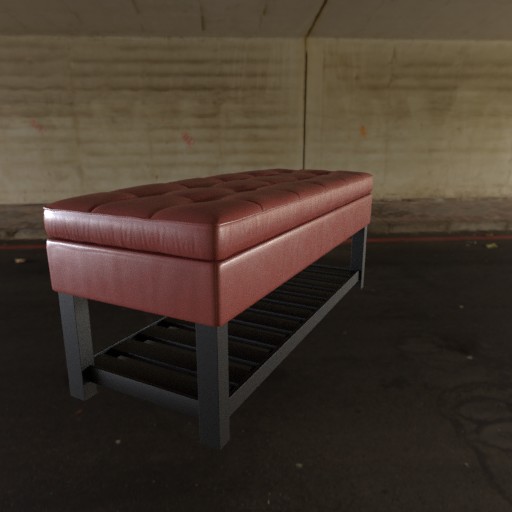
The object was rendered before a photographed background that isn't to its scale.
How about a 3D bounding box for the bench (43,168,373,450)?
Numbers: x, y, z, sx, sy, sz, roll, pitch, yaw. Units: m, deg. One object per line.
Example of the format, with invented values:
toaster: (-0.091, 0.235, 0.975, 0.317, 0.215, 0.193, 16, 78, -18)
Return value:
bench: (0.000, 0.000, 1.330, 0.432, 0.460, 1.105, 8, 17, 26)
